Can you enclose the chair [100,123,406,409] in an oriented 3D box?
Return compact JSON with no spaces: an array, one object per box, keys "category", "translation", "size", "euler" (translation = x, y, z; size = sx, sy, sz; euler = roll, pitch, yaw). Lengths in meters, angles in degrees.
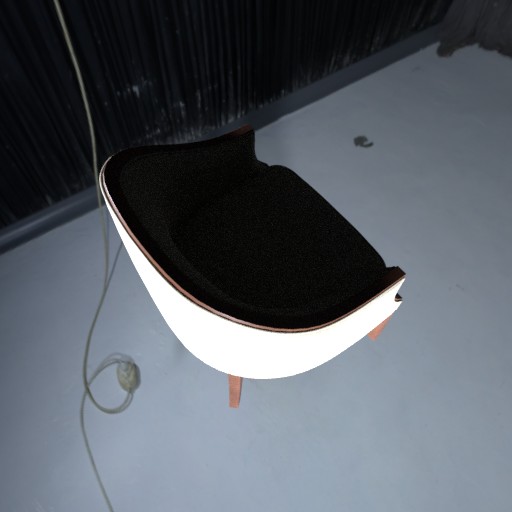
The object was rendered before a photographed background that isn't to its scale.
[{"category":"chair","translation":[0.000,0.000,1.489],"size":[0.735,0.876,0.803],"euler":[-32,63,-18]}]
